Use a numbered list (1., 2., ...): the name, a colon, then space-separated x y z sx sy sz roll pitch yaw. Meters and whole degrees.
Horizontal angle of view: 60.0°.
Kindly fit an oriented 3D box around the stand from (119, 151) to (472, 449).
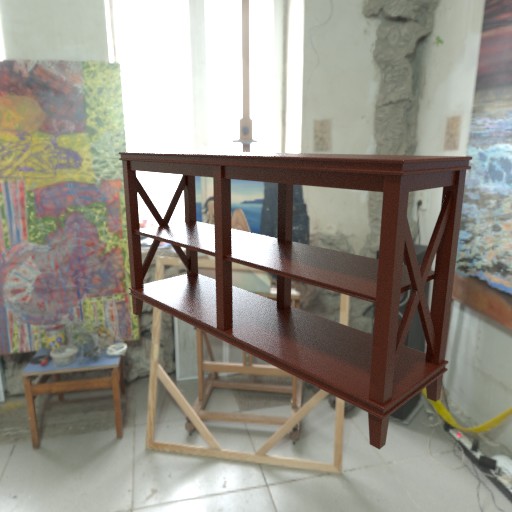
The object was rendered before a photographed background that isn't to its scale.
1. stand: 0.000 0.000 1.695 0.381 0.762 1.372 -13 19 -42
